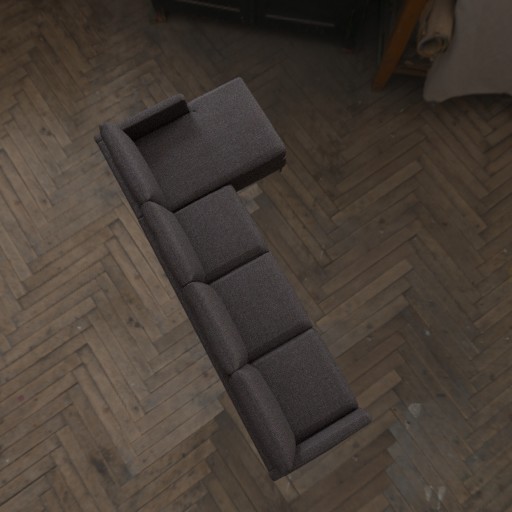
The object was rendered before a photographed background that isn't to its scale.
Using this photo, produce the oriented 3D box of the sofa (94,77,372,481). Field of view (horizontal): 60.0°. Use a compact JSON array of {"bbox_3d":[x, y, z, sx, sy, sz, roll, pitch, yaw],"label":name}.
[{"bbox_3d":[0.000,0.000,3.810,1.483,0.892,3.221,-29,79,-6],"label":"sofa"}]
